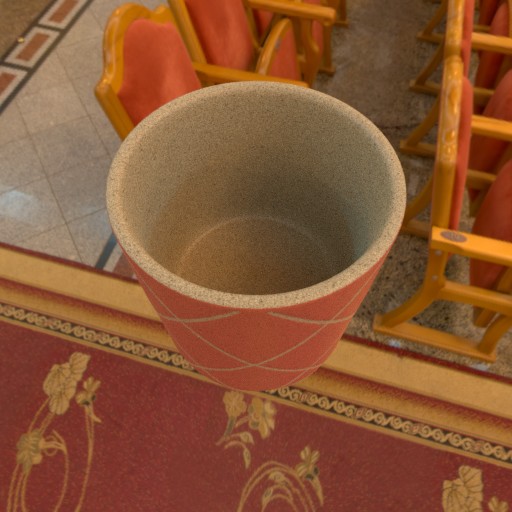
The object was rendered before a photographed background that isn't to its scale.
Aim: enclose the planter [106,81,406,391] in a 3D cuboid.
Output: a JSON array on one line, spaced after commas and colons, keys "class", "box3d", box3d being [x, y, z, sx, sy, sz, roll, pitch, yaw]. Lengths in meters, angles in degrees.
[{"class": "planter", "box3d": [0.000, 0.000, 0.437, 0.227, 0.235, 0.227, 0, 58, 0]}]
